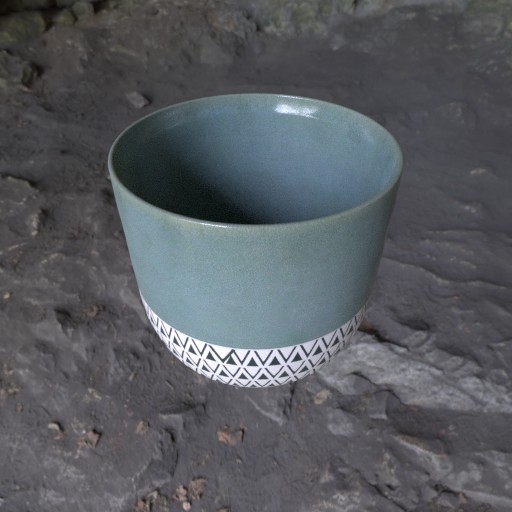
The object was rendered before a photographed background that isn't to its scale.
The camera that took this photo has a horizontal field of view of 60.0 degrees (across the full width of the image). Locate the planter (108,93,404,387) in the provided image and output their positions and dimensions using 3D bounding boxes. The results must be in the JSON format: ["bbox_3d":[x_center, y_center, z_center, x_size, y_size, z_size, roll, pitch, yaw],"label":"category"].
[{"bbox_3d":[0.000,0.000,0.495,0.266,0.270,0.266,0,39,0],"label":"planter"}]
